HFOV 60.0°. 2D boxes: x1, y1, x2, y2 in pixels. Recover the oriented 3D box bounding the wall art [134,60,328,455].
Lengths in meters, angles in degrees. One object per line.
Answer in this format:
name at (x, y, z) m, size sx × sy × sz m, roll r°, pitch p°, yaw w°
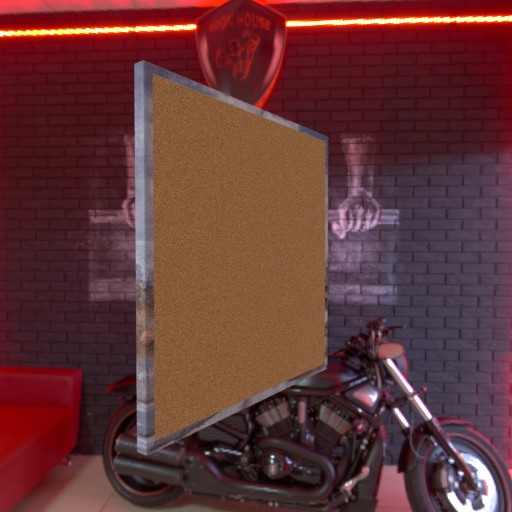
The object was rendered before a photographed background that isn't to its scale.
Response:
wall art at (0.000, 0.000, 1.556) m, size 0.040 × 1.020 × 1.010 m, roll 1°, pitch 2°, yaw 37°
